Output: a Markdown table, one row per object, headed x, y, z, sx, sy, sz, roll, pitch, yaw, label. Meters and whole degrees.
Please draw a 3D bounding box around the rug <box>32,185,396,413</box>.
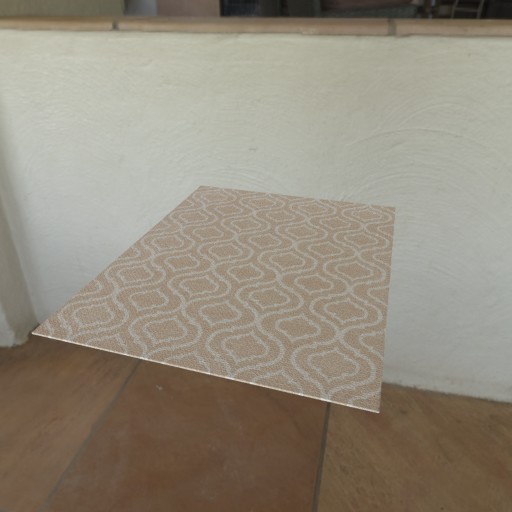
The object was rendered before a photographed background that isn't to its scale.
| x | y | z | sx | sy | sz | roll | pitch | yaw | label |
| --- | --- | --- | --- | --- | --- | --- | --- | --- | --- |
| 0.000 | 0.000 | 3.903 | 2.286 | 0.013 | 2.894 | 9 | 31 | 15 | rug |
